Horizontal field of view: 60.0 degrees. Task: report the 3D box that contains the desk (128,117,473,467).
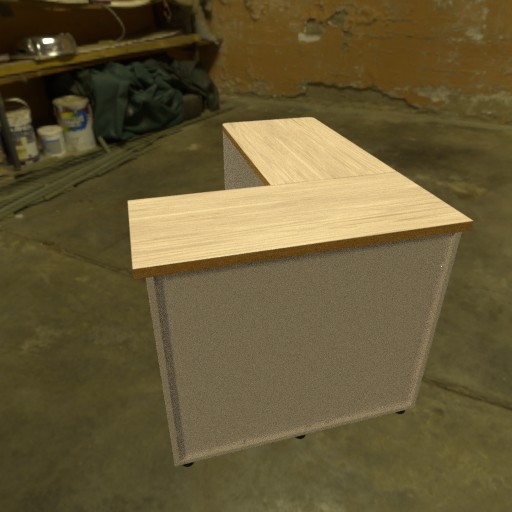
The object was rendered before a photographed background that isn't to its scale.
[{"bbox_3d":[0.000,0.000,1.776,0.900,0.760,1.170,-8,32,-13],"label":"desk"}]
